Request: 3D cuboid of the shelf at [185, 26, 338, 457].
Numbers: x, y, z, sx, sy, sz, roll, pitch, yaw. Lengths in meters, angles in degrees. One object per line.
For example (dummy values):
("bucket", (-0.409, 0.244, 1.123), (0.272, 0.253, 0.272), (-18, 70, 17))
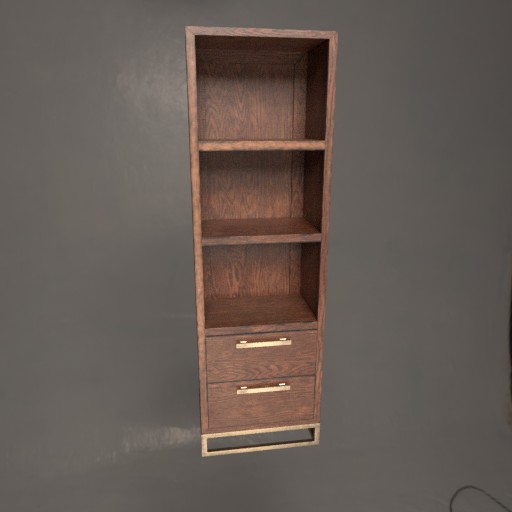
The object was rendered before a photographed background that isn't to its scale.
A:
("shelf", (0.000, 0.000, 1.934), (0.539, 1.732, 0.395), (-2, 16, -8))
